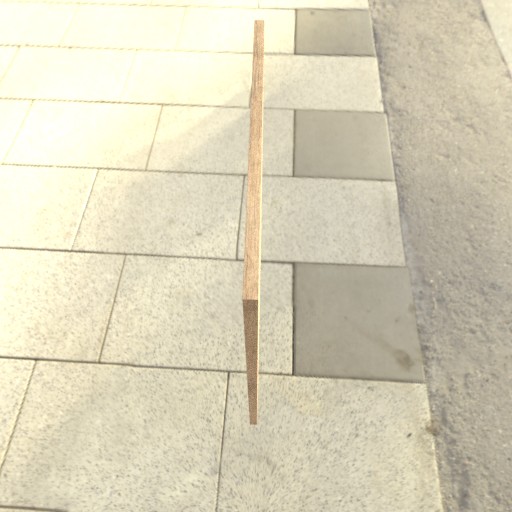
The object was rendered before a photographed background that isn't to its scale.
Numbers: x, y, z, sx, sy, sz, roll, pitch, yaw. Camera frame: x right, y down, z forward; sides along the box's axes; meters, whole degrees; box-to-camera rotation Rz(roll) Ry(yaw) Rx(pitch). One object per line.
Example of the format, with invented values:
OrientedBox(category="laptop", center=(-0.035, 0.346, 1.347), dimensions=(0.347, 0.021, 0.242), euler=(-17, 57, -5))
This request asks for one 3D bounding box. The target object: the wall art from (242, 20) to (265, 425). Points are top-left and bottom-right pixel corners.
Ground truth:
OrientedBox(category="wall art", center=(0.000, 0.000, 0.917), dimensions=(0.018, 0.686, 0.534), euler=(1, 58, 1))
